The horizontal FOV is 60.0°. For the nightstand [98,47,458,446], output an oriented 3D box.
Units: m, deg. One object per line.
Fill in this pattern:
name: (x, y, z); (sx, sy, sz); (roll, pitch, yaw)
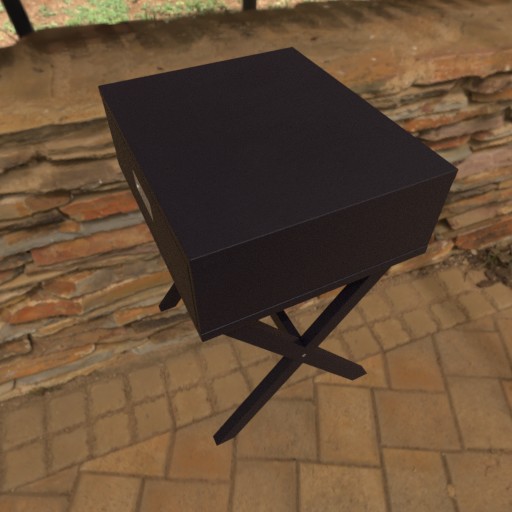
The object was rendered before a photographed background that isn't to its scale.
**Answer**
nightstand: (0.000, 0.000, 0.936); (0.402, 0.623, 0.479); (-19, 50, -18)
